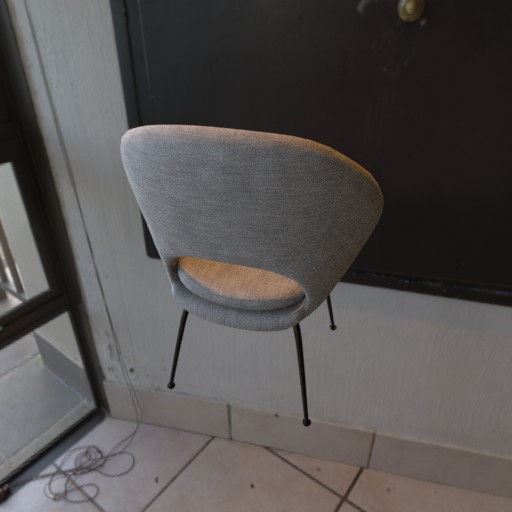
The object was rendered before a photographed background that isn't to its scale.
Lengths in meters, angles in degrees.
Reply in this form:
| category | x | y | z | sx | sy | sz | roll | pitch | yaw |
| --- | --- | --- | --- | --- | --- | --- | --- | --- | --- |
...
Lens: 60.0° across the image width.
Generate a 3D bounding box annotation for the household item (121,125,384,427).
| category | x | y | z | sx | sy | sz | roll | pitch | yaw |
| --- | --- | --- | --- | --- | --- | --- | --- | --- | --- |
| household item | 0.000 | 0.000 | 1.259 | 0.643 | 0.869 | 0.587 | 10 | 33 | 16 |
